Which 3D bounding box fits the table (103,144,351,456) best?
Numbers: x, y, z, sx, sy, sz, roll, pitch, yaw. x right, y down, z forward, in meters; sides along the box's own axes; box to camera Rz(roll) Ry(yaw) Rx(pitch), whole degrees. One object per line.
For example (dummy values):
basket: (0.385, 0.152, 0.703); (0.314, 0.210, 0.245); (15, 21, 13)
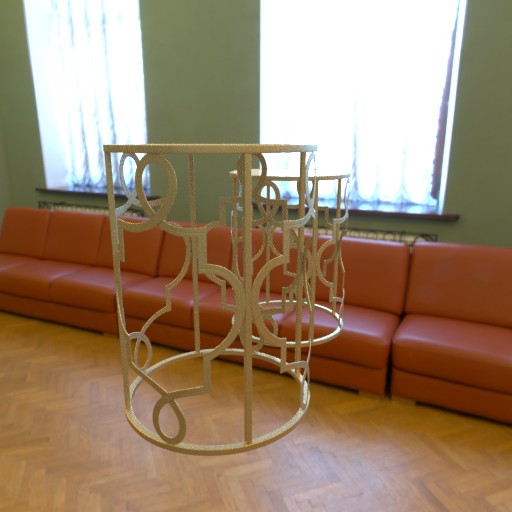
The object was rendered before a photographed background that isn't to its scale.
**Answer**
table: (0.000, 0.000, 1.150); (0.420, 0.564, 0.846); (6, 16, 23)
